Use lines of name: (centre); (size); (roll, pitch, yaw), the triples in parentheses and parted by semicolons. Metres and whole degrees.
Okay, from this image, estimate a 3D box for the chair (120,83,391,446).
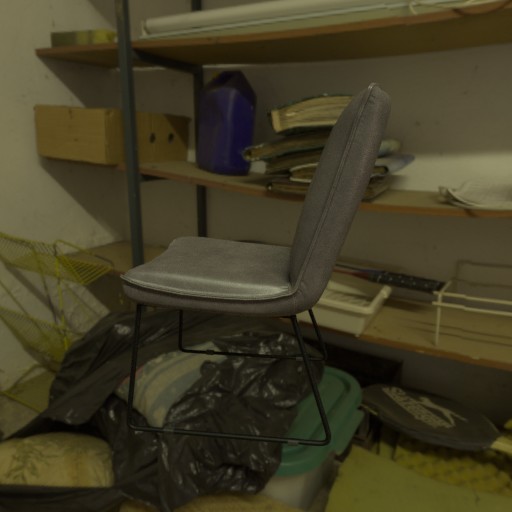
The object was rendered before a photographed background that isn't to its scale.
chair: (0.000, 0.000, 1.358); (0.688, 0.932, 0.515); (2, 14, 7)
